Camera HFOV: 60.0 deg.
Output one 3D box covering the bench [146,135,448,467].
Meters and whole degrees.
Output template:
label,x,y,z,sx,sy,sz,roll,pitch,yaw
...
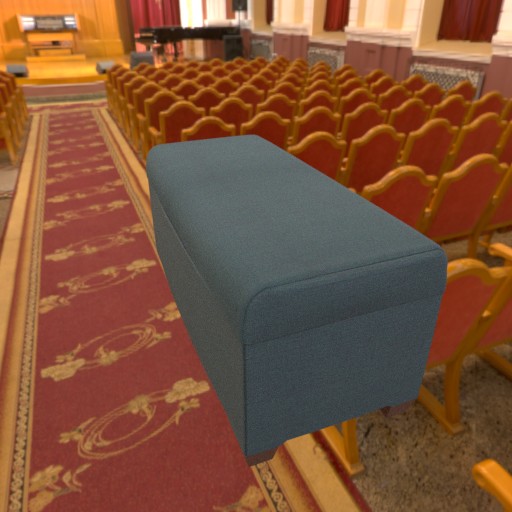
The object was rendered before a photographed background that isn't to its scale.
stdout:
label,x,y,z,sx,sy,sz,roll,pitch,yaw
bench,0.000,0.000,1.281,0.476,0.474,0.995,-11,31,-19
